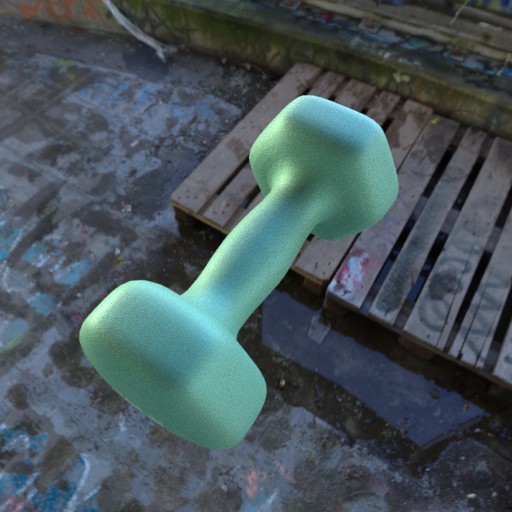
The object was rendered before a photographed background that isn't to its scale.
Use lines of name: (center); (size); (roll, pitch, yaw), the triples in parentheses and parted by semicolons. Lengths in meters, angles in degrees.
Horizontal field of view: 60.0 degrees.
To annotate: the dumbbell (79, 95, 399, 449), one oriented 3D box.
dumbbell: (0.000, 0.000, 0.325); (0.129, 0.117, 0.260); (30, 62, 17)
